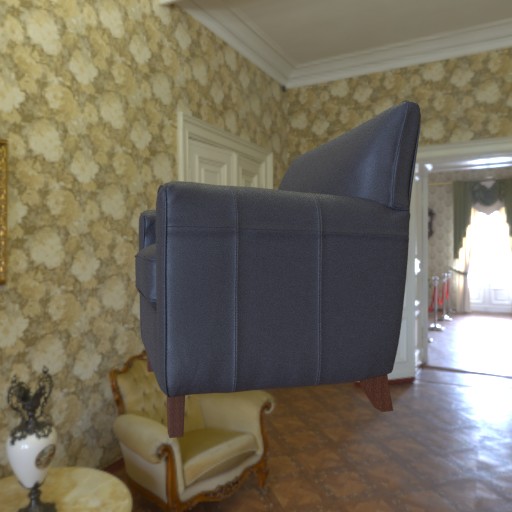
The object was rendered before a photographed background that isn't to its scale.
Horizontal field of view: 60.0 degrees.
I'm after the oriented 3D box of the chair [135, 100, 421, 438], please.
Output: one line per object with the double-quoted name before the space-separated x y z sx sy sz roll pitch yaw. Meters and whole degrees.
"chair" 0.000 0.000 1.596 0.825 0.943 0.870 0 0 -18
